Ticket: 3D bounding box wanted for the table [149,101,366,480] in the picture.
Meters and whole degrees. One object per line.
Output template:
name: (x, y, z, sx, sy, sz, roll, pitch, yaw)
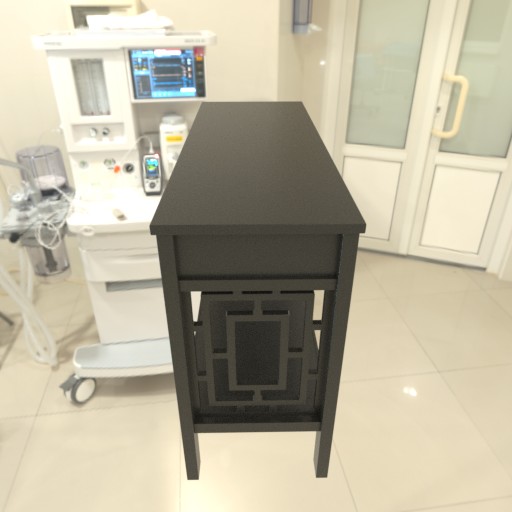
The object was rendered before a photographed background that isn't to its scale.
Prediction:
table: (0.000, 0.000, 1.435, 0.397, 0.753, 1.068, -1, 30, -1)
